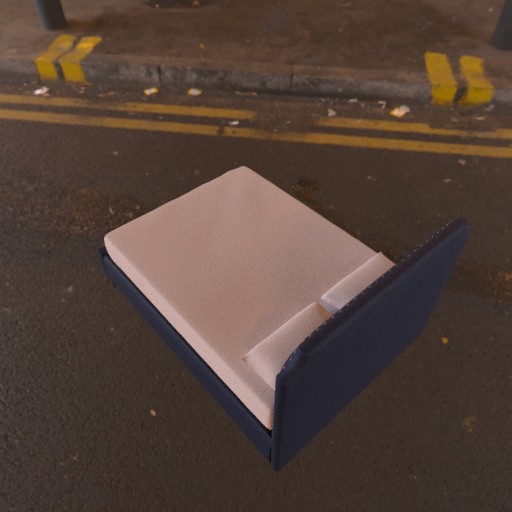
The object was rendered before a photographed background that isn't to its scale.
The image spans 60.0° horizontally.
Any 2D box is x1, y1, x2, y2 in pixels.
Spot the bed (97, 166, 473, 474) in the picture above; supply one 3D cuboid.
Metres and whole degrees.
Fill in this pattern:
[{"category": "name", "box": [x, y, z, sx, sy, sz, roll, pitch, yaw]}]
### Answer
[{"category": "bed", "box": [0.000, 0.000, 3.483, 1.712, 1.443, 2.372, -32, 54, -28]}]
